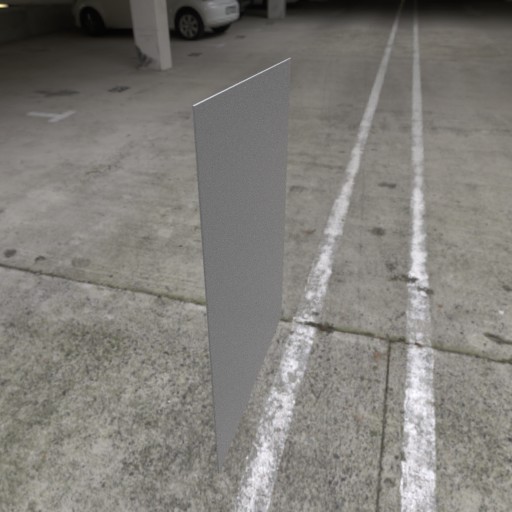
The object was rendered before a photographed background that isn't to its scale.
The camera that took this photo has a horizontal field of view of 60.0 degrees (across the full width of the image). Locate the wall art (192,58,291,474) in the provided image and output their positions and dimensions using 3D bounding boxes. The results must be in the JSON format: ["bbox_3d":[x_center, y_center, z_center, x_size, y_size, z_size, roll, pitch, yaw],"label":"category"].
[{"bbox_3d":[0.000,0.000,0.799,0.003,0.609,0.457,8,31,14],"label":"wall art"}]
